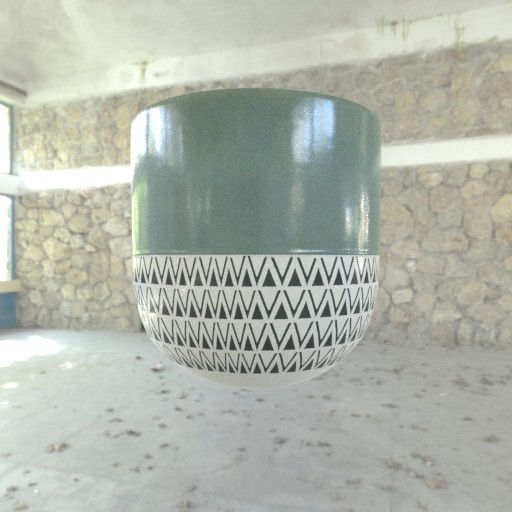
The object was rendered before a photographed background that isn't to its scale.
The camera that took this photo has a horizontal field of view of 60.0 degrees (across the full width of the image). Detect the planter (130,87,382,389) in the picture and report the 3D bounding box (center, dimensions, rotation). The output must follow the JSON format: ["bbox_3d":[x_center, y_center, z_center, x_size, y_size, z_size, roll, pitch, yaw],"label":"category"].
[{"bbox_3d":[0.000,0.000,0.487,0.266,0.270,0.266,0,0,0],"label":"planter"}]
